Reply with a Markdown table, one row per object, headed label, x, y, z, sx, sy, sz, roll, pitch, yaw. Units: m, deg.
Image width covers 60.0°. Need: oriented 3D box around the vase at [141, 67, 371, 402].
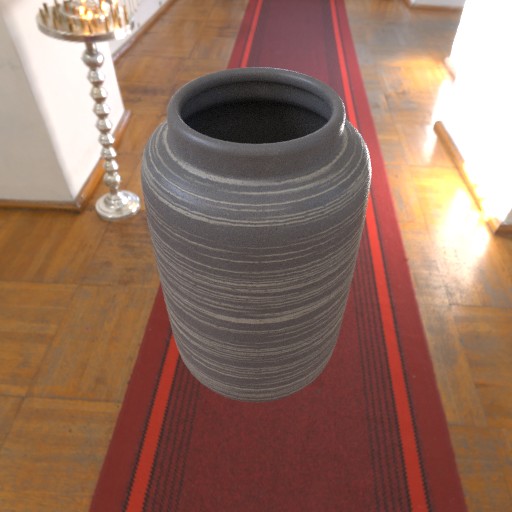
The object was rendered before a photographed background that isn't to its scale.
| label | x | y | z | sx | sy | sz | roll | pitch | yaw |
| --- | --- | --- | --- | --- | --- | --- | --- | --- | --- |
| vase | 0.000 | 0.000 | 0.682 | 0.297 | 0.499 | 0.297 | 0 | 45 | 0 |
